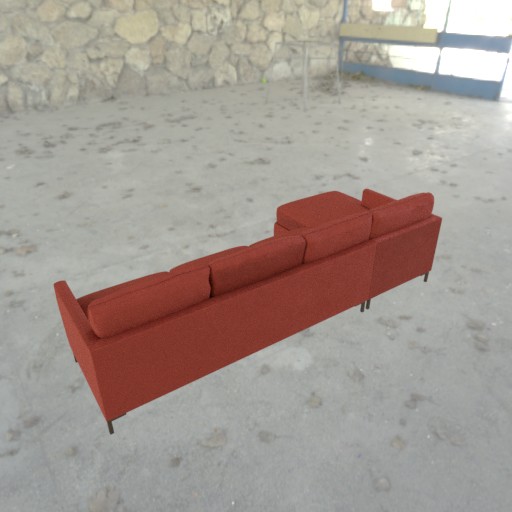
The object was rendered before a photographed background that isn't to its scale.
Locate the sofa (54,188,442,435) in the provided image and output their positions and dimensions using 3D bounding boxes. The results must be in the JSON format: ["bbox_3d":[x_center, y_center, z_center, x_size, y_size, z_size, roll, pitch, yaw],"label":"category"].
[{"bbox_3d":[0.000,0.000,4.071,3.400,0.967,1.500,-19,34,-30],"label":"sofa"}]
